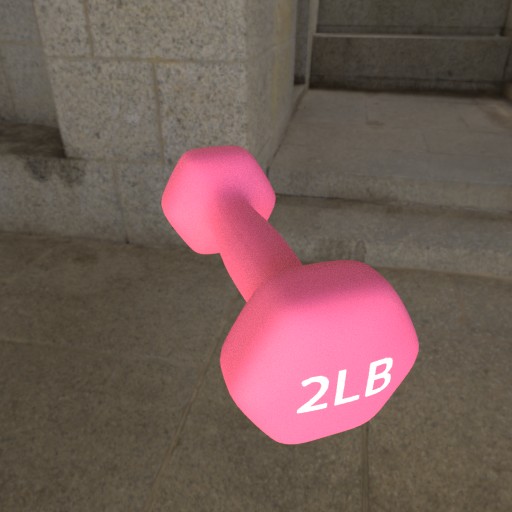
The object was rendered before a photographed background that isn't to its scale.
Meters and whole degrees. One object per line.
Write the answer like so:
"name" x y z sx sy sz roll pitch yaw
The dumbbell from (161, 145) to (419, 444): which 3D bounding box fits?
"dumbbell" 0.000 0.000 0.175 0.058 0.053 0.146 -9 31 -15
